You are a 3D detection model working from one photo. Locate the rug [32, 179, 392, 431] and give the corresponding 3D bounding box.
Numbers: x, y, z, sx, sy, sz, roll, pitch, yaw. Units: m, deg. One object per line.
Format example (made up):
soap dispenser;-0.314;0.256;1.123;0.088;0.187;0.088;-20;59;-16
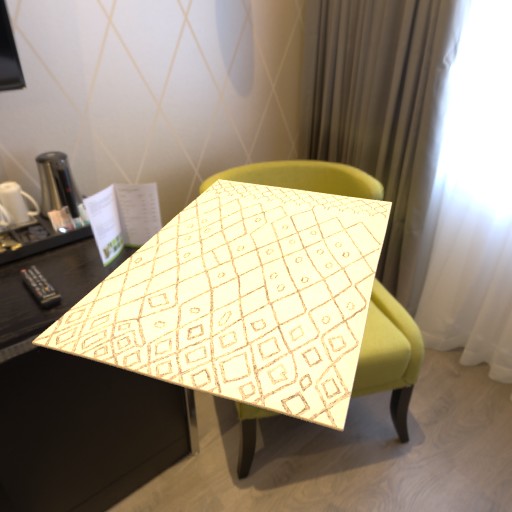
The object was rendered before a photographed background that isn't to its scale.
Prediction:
rug;0.000;0.000;2.301;1.222;0.015;1.828;10;33;16
